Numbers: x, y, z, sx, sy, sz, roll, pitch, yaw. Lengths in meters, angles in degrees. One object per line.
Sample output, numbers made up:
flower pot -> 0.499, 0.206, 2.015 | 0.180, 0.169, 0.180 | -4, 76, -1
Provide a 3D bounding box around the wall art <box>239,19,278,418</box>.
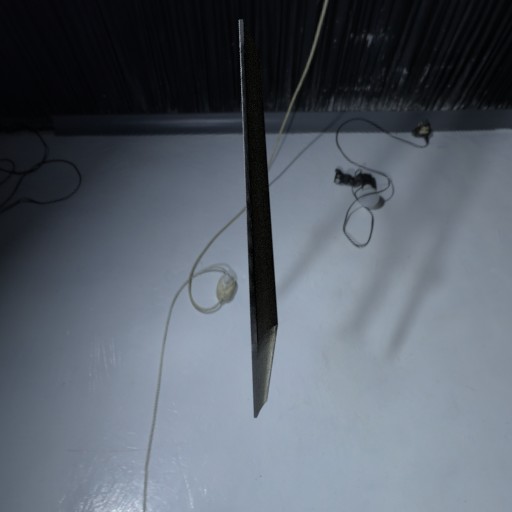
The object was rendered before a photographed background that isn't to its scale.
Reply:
wall art -> 0.000, 0.000, 0.629 | 0.023, 0.457, 0.381 | -2, 63, -1
